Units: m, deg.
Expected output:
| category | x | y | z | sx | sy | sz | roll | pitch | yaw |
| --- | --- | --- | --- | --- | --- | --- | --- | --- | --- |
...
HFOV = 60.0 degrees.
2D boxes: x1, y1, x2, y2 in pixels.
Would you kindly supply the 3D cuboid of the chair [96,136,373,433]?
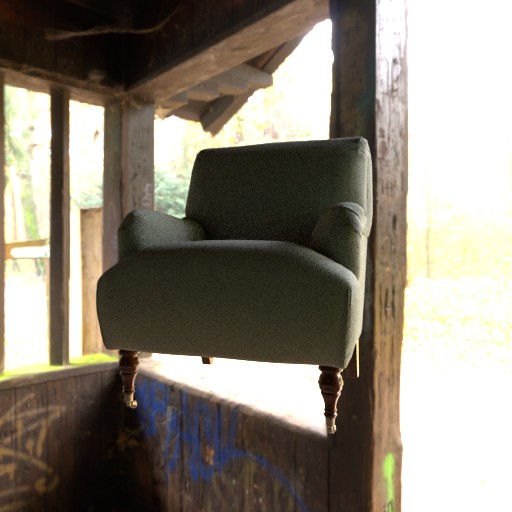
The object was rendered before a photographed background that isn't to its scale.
| category | x | y | z | sx | sy | sz | roll | pitch | yaw |
| --- | --- | --- | --- | --- | --- | --- | --- | --- | --- |
| chair | 0.000 | 0.000 | 1.946 | 0.964 | 1.178 | 1.060 | 0 | 1 | 18 |
